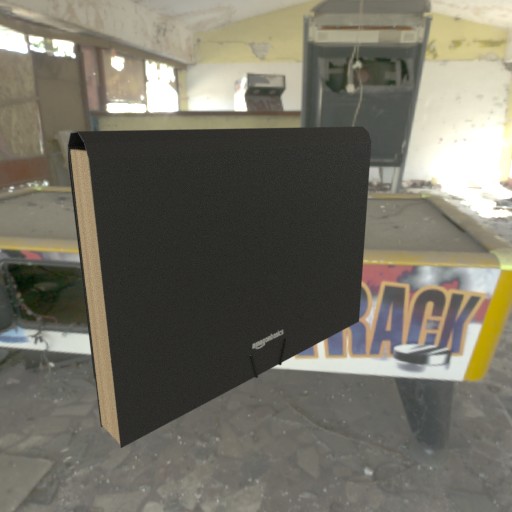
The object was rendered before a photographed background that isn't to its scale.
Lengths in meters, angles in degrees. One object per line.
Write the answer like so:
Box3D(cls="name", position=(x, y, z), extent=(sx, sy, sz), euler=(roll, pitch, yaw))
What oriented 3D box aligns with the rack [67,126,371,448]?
Box3D(cls="rack", position=(0.000, 0.000, 0.435), extent=(0.330, 0.241, 0.041), euler=(-16, 23, -42))
